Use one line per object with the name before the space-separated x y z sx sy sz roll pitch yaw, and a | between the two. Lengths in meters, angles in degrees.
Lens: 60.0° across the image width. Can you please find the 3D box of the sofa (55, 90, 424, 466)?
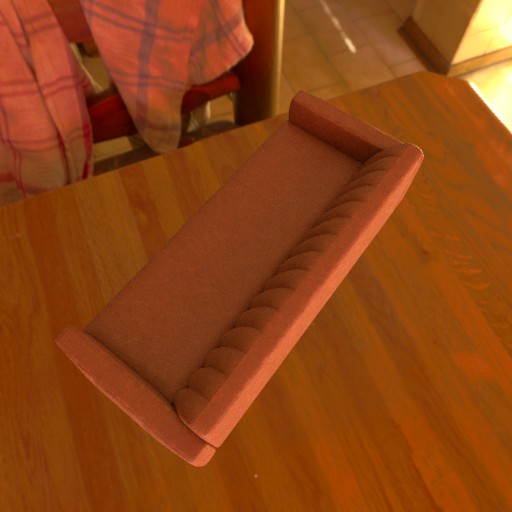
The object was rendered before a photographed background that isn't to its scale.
sofa | 0.000 0.000 2.742 0.990 0.821 2.291 34 68 16
